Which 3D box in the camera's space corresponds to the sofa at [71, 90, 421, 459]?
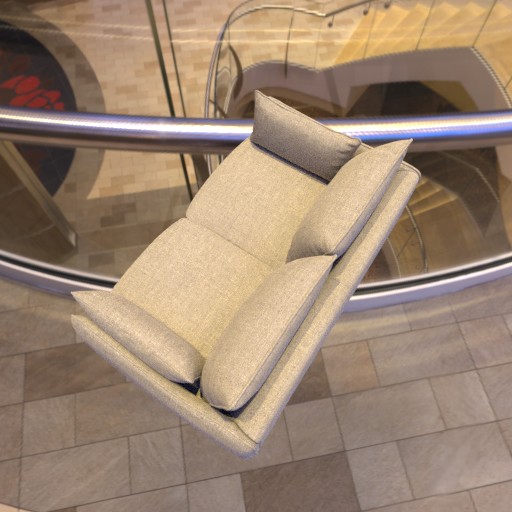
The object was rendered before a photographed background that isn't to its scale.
[{"bbox_3d":[0.000,0.000,2.155,0.972,0.851,1.580,31,67,15],"label":"sofa"}]
